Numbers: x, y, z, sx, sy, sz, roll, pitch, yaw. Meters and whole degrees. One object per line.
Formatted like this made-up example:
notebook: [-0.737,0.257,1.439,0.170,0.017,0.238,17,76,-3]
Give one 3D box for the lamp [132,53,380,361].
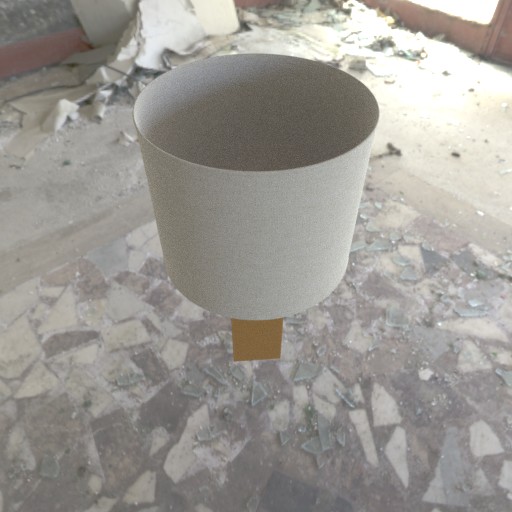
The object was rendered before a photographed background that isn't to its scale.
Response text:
lamp: [0.000,0.000,0.567,0.229,0.417,0.229,-3,46,-3]
